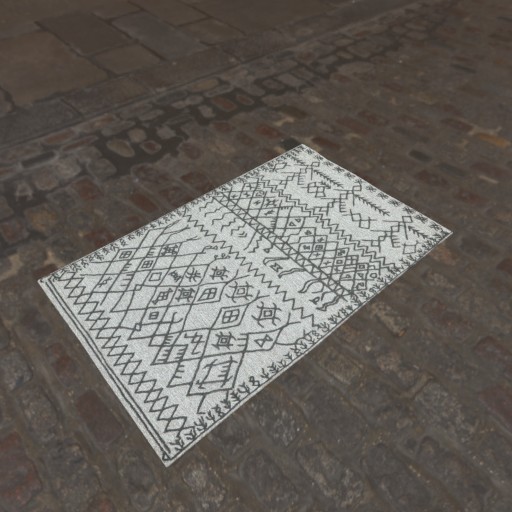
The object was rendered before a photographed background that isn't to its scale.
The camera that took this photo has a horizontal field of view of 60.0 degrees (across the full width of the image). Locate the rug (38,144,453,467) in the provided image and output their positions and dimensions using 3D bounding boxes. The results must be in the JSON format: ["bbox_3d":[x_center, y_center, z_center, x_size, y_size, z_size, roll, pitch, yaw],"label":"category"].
[{"bbox_3d":[0.000,0.000,4.758,3.824,0.019,2.393,-32,55,-27],"label":"rug"}]
